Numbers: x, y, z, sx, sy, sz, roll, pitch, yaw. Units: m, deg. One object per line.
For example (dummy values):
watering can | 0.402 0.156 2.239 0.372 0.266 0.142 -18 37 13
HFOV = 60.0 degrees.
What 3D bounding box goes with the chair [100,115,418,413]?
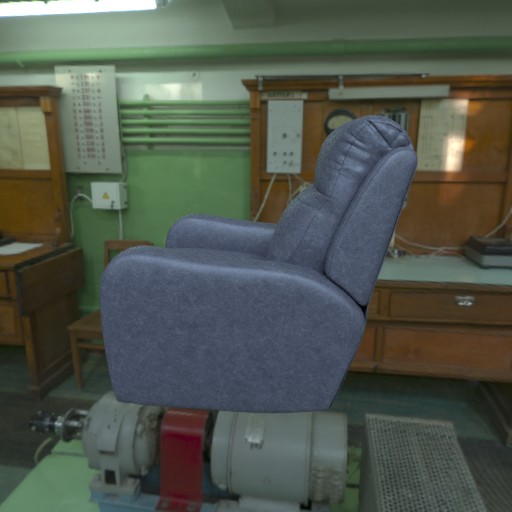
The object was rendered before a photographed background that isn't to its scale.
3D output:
chair | 0.000 0.000 1.808 1.067 1.067 0.865 2 15 7
